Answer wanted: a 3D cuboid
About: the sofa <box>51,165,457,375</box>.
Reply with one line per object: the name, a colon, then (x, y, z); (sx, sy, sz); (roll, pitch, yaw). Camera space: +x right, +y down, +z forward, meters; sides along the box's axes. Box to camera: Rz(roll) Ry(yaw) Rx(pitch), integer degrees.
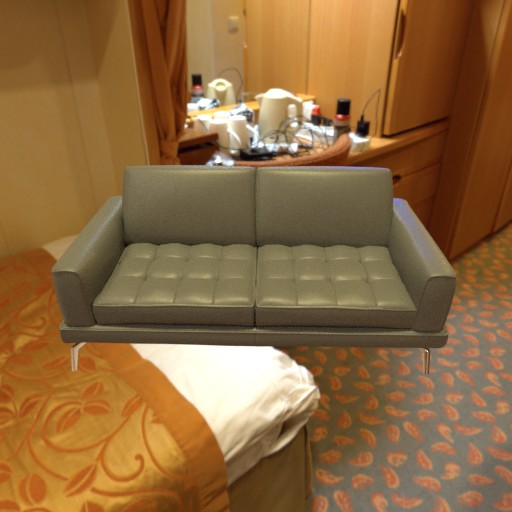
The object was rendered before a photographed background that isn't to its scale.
sofa: (0.000, 0.000, 2.788); (2.177, 0.930, 1.121); (1, 30, 1)
